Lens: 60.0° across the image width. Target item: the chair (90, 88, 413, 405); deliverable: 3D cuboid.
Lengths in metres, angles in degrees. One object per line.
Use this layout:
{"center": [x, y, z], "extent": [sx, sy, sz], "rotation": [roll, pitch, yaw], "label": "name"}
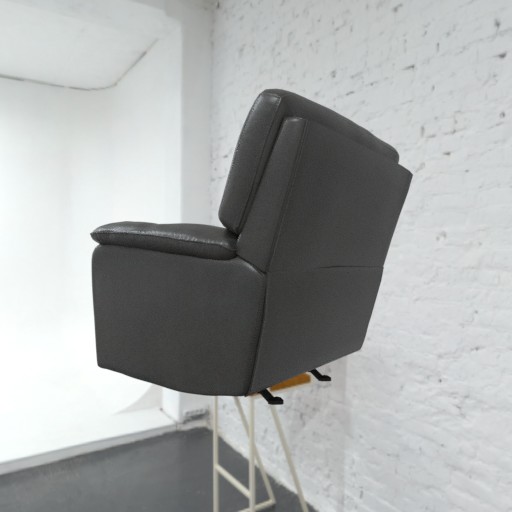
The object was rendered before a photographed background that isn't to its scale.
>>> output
{"center": [0.000, 0.000, 1.984], "extent": [1.087, 1.109, 1.096], "rotation": [0, 0, 36], "label": "chair"}
